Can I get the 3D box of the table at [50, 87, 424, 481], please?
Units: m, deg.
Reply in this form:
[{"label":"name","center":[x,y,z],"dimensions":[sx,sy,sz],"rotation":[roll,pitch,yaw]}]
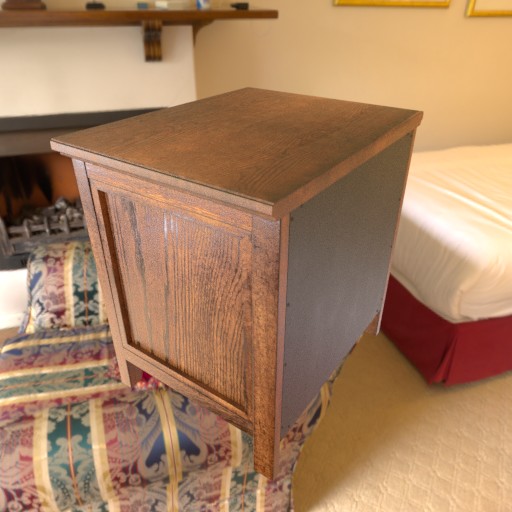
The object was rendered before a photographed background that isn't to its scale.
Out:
[{"label":"table","center":[0.000,0.000,1.004],"dimensions":[0.461,0.597,0.586],"rotation":[20,36,30]}]
